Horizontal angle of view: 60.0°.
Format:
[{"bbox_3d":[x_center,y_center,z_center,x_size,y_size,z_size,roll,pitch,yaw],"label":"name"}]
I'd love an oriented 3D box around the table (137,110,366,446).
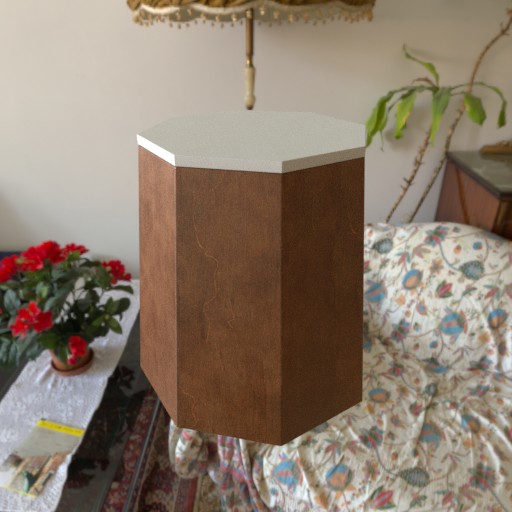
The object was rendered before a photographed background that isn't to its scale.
[{"bbox_3d":[0.000,0.000,0.815,0.439,0.457,0.439,-18,33,-30],"label":"table"}]
